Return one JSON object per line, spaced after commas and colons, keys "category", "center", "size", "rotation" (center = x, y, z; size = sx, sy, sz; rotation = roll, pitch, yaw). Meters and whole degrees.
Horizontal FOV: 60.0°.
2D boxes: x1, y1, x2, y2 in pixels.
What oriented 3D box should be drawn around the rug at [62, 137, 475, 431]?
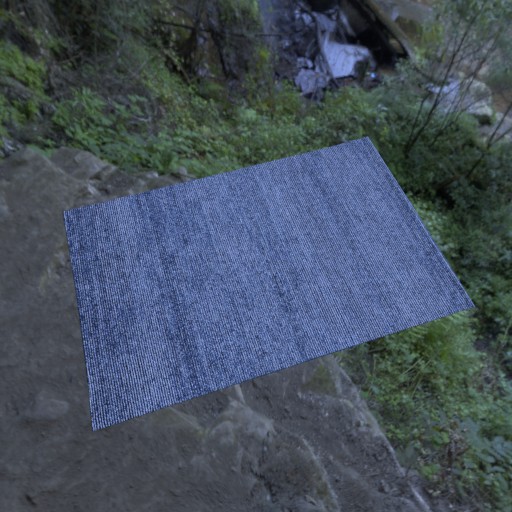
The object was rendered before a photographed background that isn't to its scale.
{"category": "rug", "center": [0.000, 0.000, 2.154], "size": [1.740, 0.010, 1.135], "rotation": [-16, 60, -9]}
